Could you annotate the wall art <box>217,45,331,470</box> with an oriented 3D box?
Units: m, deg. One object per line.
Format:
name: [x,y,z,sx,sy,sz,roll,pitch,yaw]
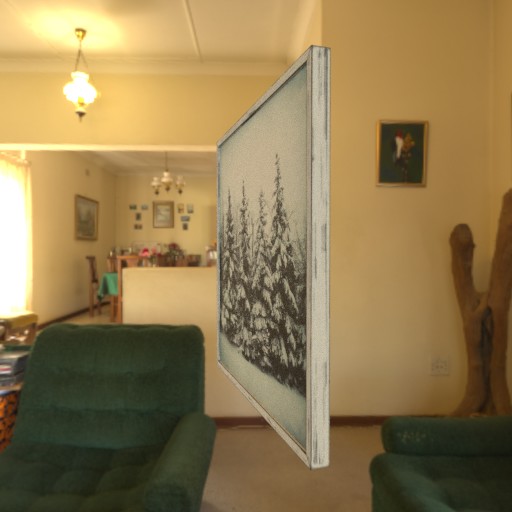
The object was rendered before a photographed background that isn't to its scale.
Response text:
wall art: [0.000,0.000,1.159,0.037,0.761,0.761,0,1,-18]
